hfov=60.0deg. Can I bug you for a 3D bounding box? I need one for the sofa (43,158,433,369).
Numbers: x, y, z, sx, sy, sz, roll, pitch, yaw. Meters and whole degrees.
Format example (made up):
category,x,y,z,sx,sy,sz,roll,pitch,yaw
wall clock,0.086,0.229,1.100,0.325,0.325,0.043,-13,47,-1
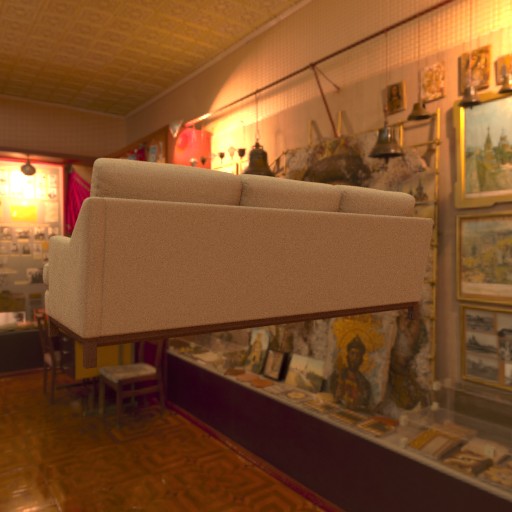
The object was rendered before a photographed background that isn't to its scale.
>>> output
category,x,y,z,sx,sy,sz,roll,pitch,yaw
sofa,0.000,0.000,2.804,2.321,0.913,1.000,-1,1,-35
